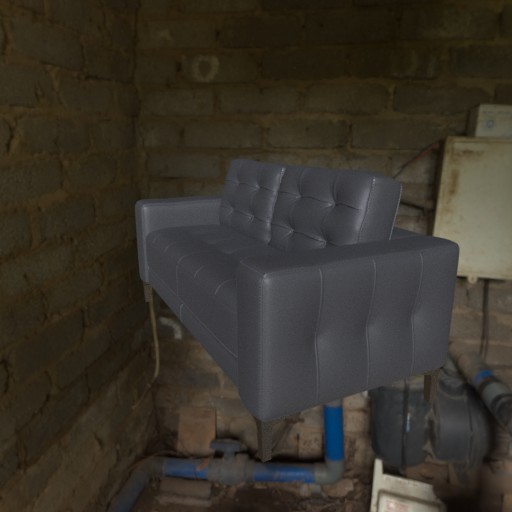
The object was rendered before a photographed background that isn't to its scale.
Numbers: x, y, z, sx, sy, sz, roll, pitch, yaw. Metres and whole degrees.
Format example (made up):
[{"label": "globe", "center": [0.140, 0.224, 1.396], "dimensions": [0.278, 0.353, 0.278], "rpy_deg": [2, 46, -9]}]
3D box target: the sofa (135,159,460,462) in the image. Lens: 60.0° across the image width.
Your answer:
[{"label": "sofa", "center": [0.000, 0.000, 2.190], "dimensions": [0.833, 0.893, 1.726], "rpy_deg": [-7, 17, -26]}]
